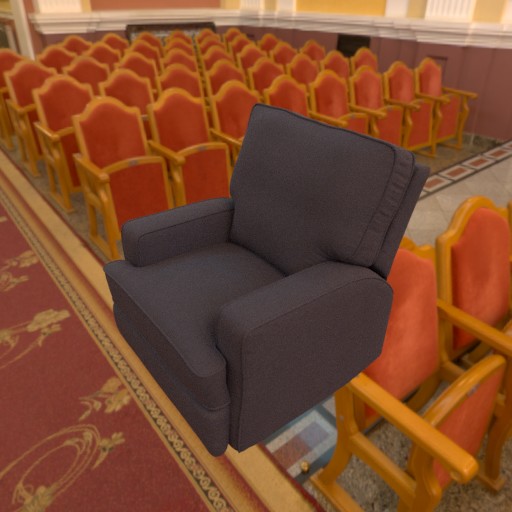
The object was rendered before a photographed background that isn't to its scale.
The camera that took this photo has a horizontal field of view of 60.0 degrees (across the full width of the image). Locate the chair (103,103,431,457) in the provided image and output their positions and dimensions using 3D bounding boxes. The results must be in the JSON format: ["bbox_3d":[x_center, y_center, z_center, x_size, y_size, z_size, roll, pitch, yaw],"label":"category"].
[{"bbox_3d":[0.000,0.000,1.706,0.964,0.962,0.861,-22,37,-32],"label":"chair"}]
